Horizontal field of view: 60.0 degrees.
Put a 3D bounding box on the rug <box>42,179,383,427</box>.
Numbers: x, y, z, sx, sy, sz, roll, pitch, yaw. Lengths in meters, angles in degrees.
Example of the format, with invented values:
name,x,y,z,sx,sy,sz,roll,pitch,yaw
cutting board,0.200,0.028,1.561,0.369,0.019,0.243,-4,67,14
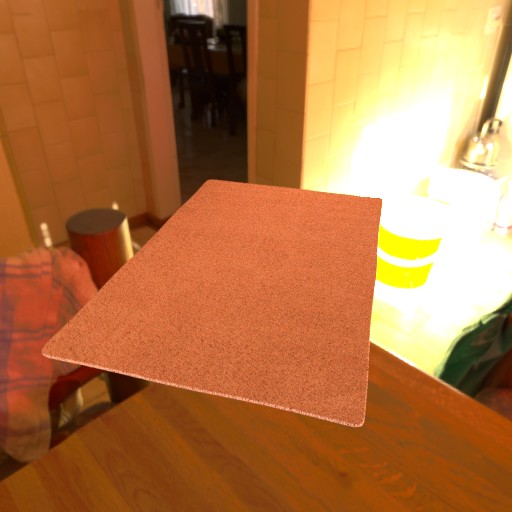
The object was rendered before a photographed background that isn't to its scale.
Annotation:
name,x,y,z,sx,sy,sz,roll,pitch,yaw
rug,0.000,0.000,3.390,1.801,0.024,2.700,8,33,13
